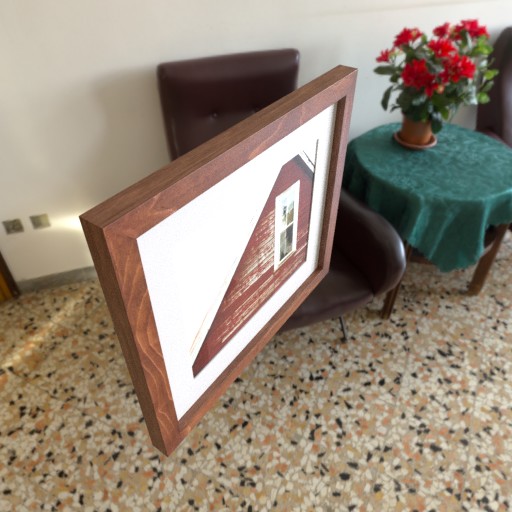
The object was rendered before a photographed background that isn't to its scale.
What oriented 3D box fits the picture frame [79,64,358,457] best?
[{"bbox_3d":[0.000,0.000,0.521,0.025,0.330,0.381,25,47,26],"label":"picture frame"}]
